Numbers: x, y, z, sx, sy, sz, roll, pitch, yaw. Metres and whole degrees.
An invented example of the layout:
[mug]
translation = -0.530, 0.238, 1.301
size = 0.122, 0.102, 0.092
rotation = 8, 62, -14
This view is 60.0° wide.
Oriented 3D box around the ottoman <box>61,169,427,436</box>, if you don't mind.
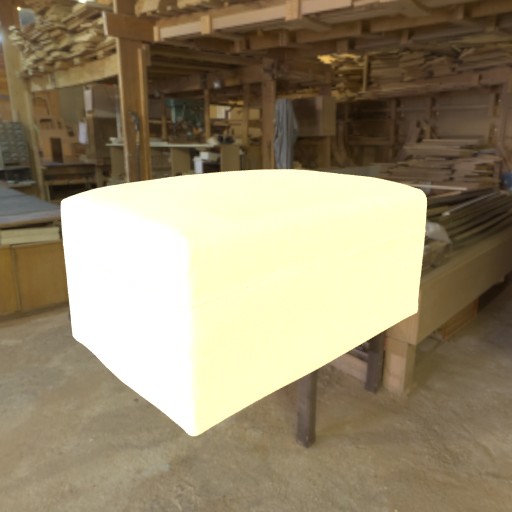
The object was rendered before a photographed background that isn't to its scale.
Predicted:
[ottoman]
translation = 0.000, 0.000, 1.234
size = 0.872, 0.444, 0.590
rotation = -15, 22, -41
